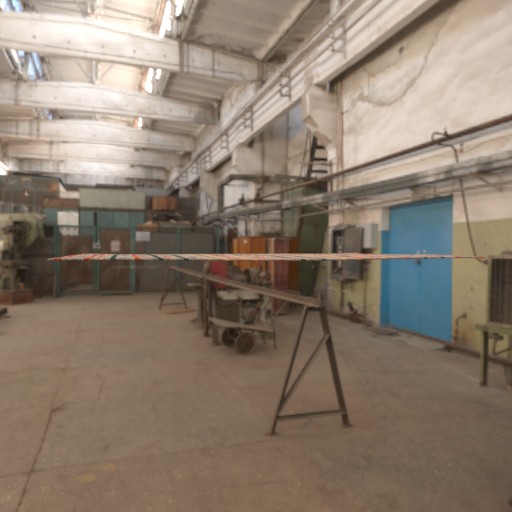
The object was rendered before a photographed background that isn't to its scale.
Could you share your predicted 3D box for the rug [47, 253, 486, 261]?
[{"bbox_3d":[0.000,0.000,2.345,1.835,0.017,1.220,0,1,-16],"label":"rug"}]
